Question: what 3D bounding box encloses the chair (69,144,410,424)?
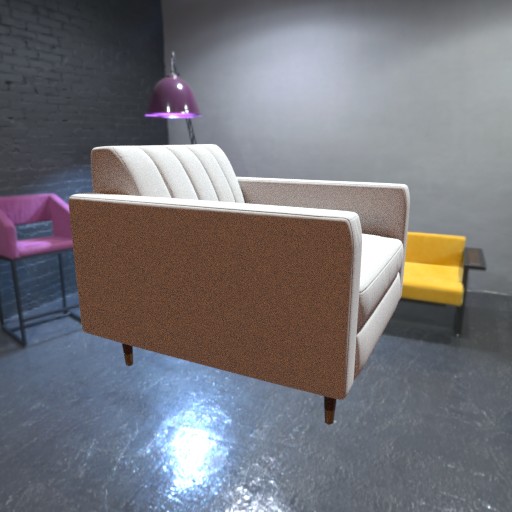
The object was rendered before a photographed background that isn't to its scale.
[{"bbox_3d":[0.000,0.000,1.697,0.998,0.819,0.953,7,16,26],"label":"chair"}]
